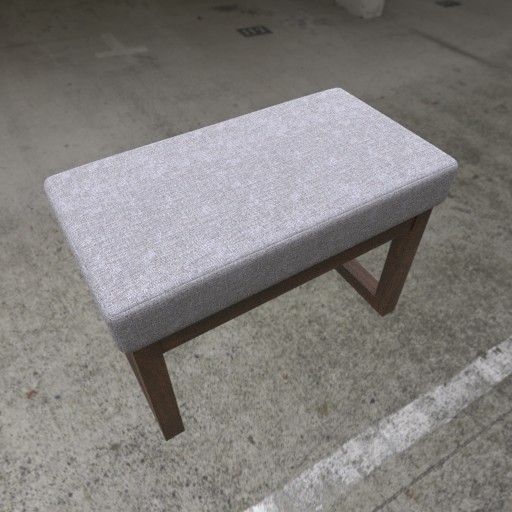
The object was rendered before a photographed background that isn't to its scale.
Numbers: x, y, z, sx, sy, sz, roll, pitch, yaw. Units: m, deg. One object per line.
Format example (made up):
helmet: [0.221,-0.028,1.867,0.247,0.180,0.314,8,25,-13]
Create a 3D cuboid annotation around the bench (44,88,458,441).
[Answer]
bench: [0.000,0.000,0.965,0.681,0.467,0.366,-24,51,-21]
